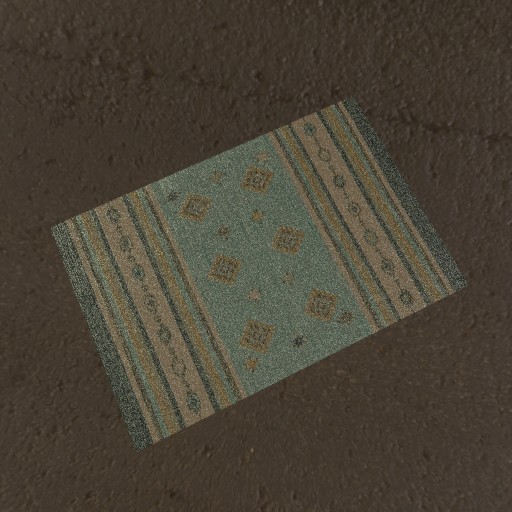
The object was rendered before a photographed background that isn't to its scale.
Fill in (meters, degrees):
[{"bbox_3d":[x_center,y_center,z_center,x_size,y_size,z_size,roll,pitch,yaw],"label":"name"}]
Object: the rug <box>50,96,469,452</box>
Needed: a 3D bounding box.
[{"bbox_3d":[0.000,0.000,2.287,1.811,0.010,1.212,-25,77,-6],"label":"rug"}]
